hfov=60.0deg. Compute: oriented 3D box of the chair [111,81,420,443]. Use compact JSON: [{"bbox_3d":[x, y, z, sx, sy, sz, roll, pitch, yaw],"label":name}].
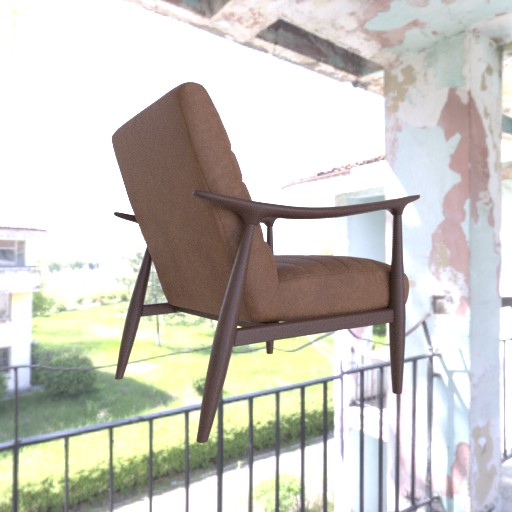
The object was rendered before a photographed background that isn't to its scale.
[{"bbox_3d":[0.000,0.000,1.450,0.798,0.832,0.741,0,0,-34],"label":"chair"}]
